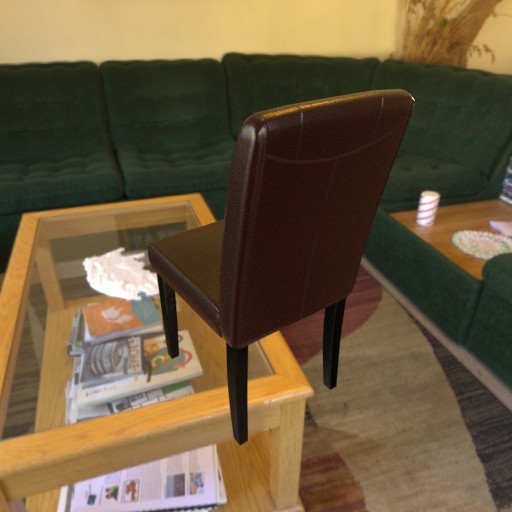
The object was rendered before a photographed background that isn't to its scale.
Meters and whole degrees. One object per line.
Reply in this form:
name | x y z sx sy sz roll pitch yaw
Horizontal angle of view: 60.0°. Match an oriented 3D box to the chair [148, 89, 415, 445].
chair | 0.000 0.000 1.189 0.399 0.897 0.556 -20 36 -30
